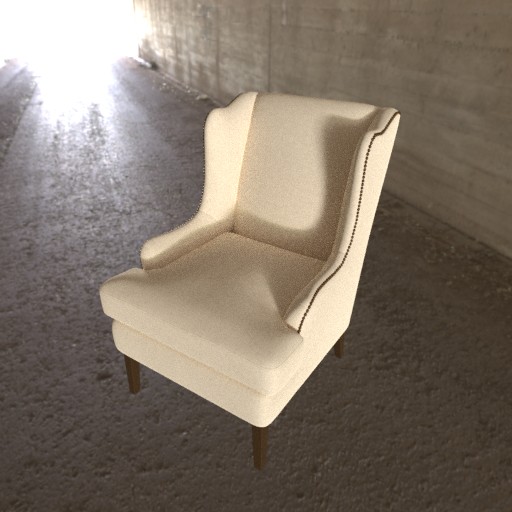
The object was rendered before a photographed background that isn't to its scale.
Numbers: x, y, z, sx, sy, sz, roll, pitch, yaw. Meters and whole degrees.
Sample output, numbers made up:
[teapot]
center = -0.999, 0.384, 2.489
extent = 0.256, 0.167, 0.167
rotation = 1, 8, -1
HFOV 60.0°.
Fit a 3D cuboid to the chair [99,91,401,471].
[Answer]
[chair]
center = 0.000, 0.000, 1.680
extent = 0.737, 1.029, 0.940
rotation = 18, 35, 29
